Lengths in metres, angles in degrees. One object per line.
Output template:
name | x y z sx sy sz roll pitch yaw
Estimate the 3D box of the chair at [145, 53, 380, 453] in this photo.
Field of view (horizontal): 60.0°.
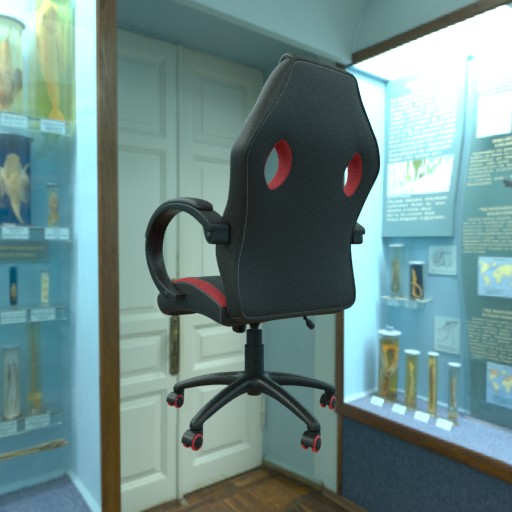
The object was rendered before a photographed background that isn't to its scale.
chair | 0.000 0.000 1.611 0.673 1.187 0.724 -1 2 -35
